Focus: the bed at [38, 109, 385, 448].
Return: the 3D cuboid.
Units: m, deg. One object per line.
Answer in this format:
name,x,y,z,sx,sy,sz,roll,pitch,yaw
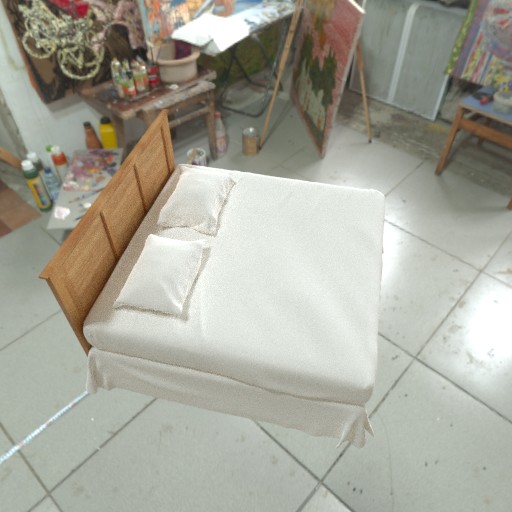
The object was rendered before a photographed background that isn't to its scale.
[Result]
bed,0.000,0.000,3.589,2.215,1.270,2.317,10,48,9
